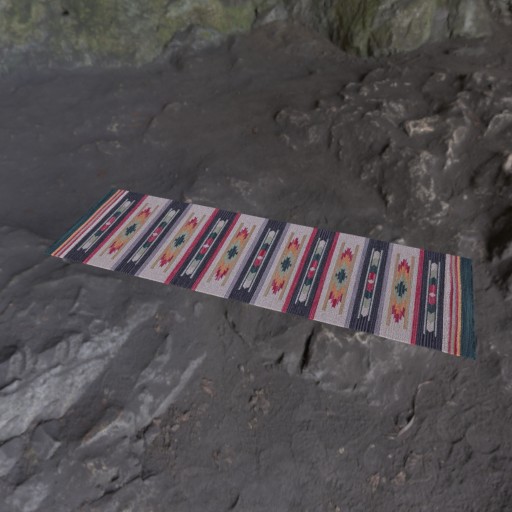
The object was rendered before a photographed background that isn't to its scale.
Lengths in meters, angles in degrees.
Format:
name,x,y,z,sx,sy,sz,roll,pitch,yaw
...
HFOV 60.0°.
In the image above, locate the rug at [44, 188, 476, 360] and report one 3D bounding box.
name,x,y,z,sx,sy,sz,roll,pitch,yaw
rug,0.000,0.000,2.641,2.440,0.009,0.760,12,42,14
